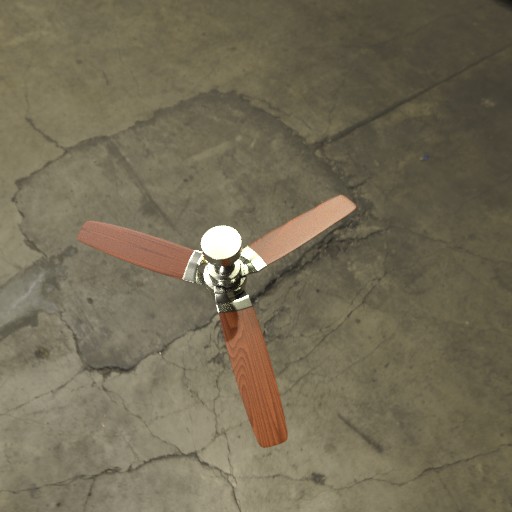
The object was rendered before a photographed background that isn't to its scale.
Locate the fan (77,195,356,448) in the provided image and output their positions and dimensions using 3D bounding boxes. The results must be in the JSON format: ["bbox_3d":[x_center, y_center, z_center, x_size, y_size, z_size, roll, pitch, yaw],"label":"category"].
[{"bbox_3d":[0.000,0.000,2.054,1.271,0.410,1.416,-31,63,-18],"label":"fan"}]
